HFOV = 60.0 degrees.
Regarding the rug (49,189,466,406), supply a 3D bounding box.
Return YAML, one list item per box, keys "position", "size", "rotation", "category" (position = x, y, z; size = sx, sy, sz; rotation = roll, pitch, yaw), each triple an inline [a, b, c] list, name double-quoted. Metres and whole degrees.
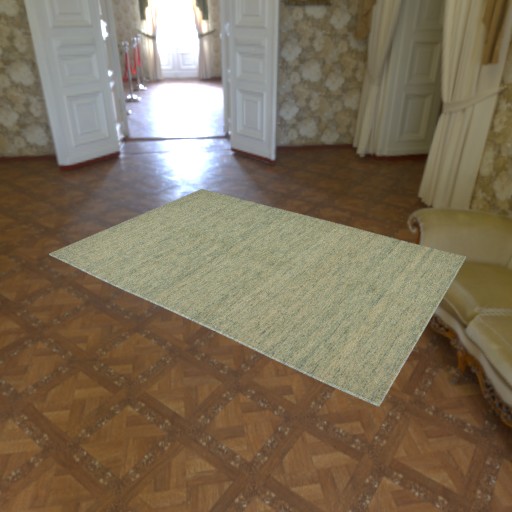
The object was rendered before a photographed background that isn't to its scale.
- position: [0.000, 0.000, 2.921]
  size: [2.283, 0.013, 1.547]
  rotation: [18, 33, 30]
  category: "rug"
